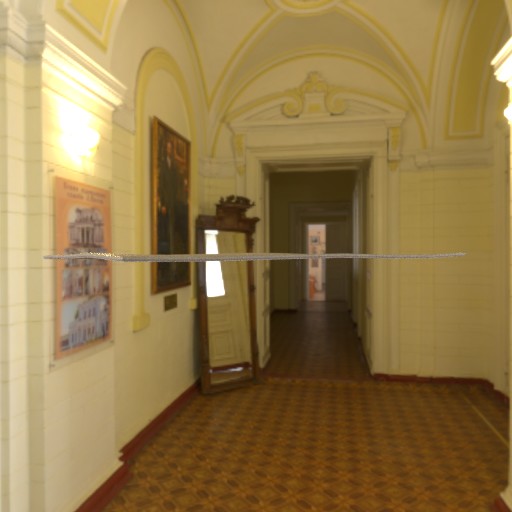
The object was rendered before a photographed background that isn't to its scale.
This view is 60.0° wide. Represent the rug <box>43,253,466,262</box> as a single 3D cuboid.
[{"bbox_3d":[0.000,0.000,2.317,1.829,0.034,1.252,0,0,-35],"label":"rug"}]
